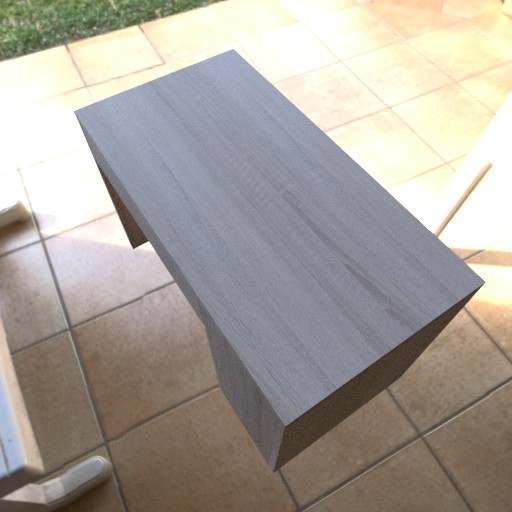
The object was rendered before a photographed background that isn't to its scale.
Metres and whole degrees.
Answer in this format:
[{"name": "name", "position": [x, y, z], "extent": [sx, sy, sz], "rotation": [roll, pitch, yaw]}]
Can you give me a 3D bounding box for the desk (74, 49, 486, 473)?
[{"name": "desk", "position": [0.000, 0.000, 1.500], "extent": [0.600, 0.731, 1.100], "rotation": [-29, 62, -17]}]
